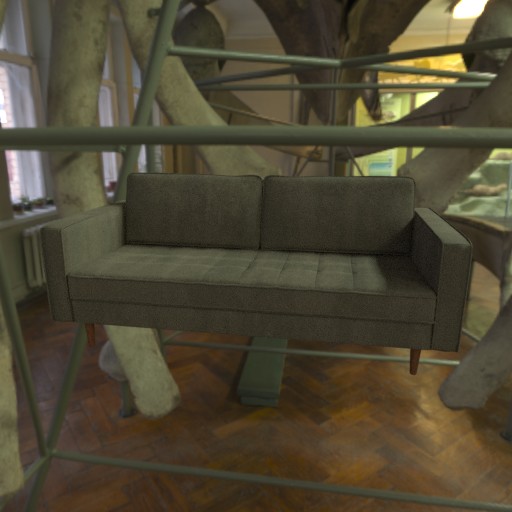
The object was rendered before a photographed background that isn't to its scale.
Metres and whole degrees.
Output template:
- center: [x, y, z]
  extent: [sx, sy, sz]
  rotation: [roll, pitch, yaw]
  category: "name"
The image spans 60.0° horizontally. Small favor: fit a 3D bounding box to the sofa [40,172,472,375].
- center: [0.000, 0.000, 2.367]
  extent: [1.920, 0.825, 0.924]
  rotation: [3, 15, 10]
  category: "sofa"
